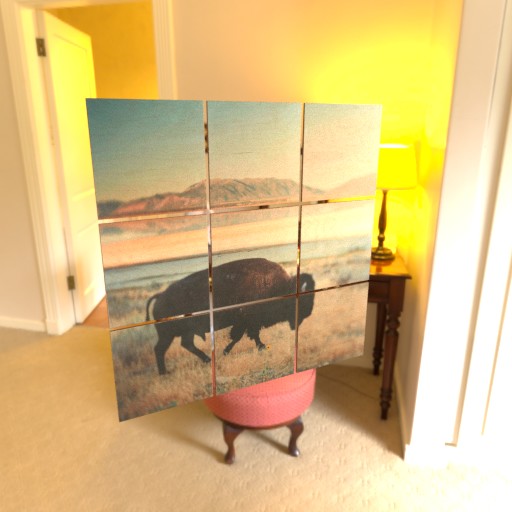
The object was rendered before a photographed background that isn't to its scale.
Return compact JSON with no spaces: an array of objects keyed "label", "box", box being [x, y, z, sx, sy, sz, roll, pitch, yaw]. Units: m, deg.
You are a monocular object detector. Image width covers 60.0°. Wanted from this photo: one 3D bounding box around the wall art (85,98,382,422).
[{"label":"wall art","box":[0.000,0.000,2.330,1.533,1.532,0.019,-8,19,-25]}]
